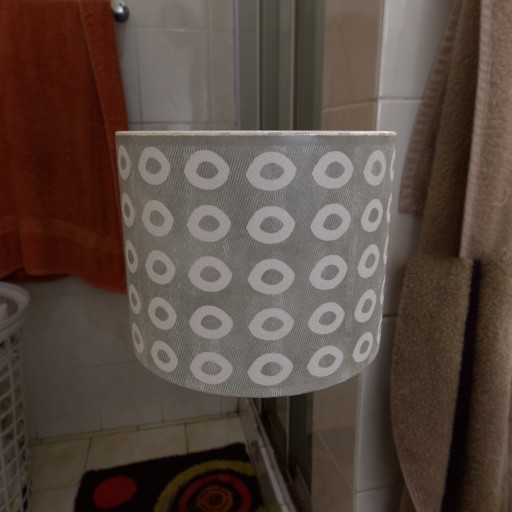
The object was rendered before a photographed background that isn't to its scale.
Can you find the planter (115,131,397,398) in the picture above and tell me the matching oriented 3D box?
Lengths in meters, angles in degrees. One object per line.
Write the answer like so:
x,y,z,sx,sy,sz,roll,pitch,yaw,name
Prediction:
0.000,0.000,0.336,0.190,0.181,0.190,0,15,0,planter
